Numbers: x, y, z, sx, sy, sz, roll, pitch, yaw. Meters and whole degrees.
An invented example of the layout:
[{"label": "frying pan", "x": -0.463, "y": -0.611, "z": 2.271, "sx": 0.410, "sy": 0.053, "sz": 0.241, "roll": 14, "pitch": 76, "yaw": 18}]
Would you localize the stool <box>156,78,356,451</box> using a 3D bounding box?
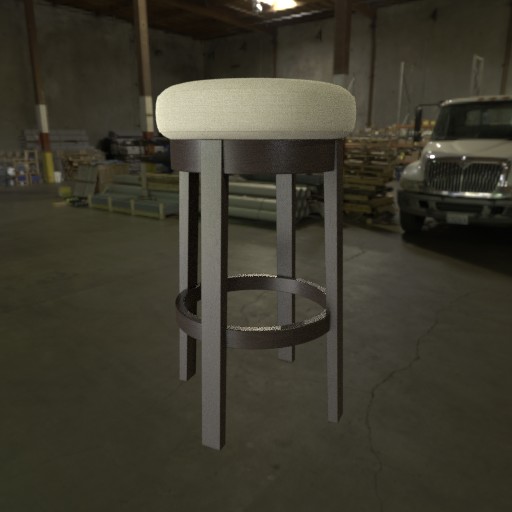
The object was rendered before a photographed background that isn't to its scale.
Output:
[{"label": "stool", "x": 0.000, "y": 0.000, "z": 1.051, "sx": 0.446, "sy": 0.758, "sz": 0.446, "roll": 0, "pitch": 15, "yaw": 0}]
